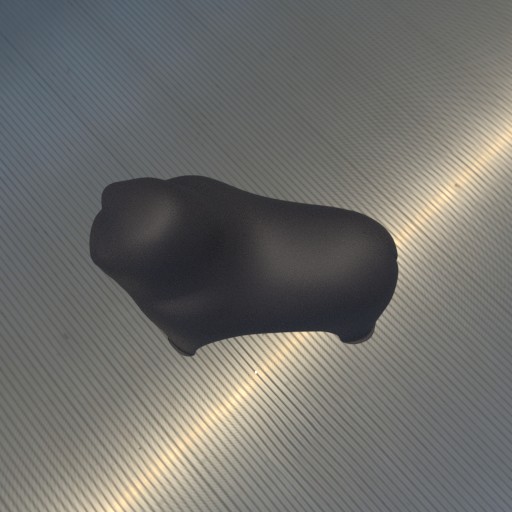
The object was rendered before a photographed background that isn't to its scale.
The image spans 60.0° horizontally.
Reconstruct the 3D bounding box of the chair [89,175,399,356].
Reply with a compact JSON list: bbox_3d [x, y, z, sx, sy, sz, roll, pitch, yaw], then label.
[{"bbox_3d":[0.000,0.000,1.123,0.758,0.600,0.490,2,75,0],"label":"chair"}]
